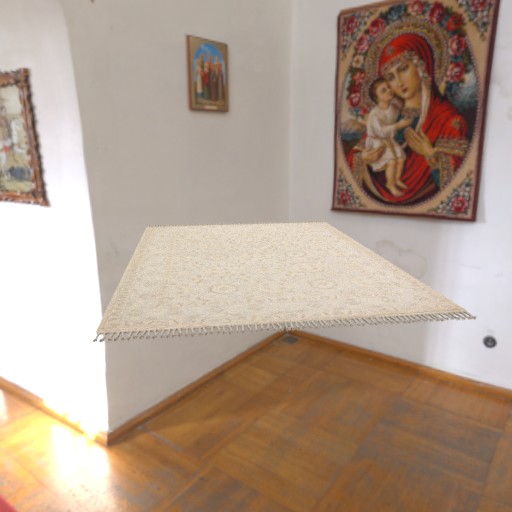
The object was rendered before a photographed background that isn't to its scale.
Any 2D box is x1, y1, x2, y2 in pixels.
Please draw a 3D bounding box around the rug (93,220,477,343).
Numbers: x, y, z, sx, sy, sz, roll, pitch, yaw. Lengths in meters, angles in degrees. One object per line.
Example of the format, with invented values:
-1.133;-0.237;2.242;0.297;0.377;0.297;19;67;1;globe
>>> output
0.000;0.000;2.223;1.223;0.015;1.771;-2;15;-8;rug
